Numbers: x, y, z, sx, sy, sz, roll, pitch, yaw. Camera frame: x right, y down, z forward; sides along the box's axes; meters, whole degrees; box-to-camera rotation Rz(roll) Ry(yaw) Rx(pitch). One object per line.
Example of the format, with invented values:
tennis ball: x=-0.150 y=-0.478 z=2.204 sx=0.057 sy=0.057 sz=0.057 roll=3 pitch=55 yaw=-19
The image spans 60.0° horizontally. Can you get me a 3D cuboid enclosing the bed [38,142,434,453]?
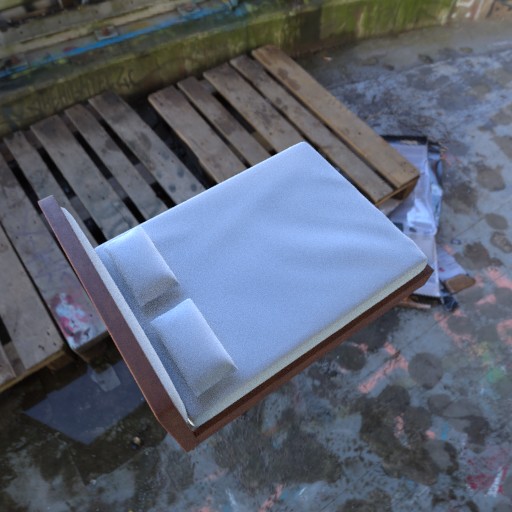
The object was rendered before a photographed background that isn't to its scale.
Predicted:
bed: x=0.000 y=0.000 z=3.240 sx=2.196 sy=1.275 sz=1.587 roll=-30 pitch=63 yaw=-17
